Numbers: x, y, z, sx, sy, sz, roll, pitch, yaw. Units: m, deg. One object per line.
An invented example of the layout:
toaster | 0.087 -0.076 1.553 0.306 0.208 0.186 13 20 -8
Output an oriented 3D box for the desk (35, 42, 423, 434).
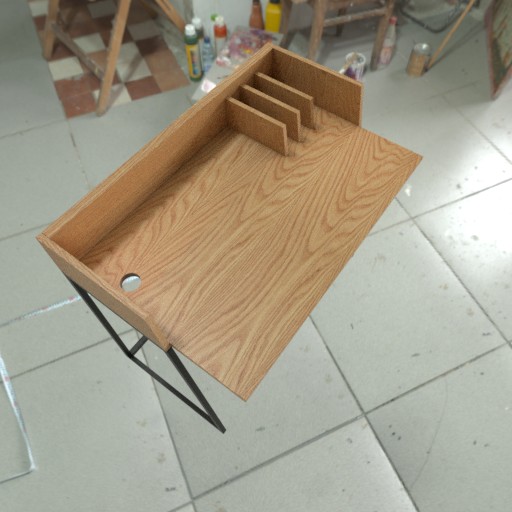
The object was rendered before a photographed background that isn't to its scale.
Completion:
desk | 0.000 0.000 1.899 0.769 1.061 1.191 32 64 18
